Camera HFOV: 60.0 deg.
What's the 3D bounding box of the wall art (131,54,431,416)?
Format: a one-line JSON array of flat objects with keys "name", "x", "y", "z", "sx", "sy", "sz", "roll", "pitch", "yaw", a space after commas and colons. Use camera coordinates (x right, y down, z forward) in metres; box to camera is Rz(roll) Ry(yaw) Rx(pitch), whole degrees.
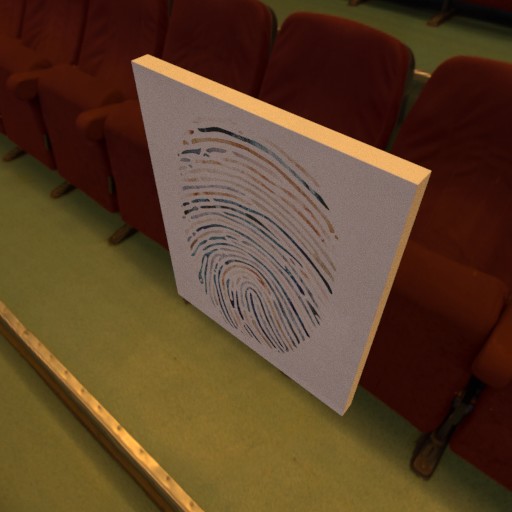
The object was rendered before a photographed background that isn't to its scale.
[{"name": "wall art", "x": 0.000, "y": 0.000, "z": 0.839, "sx": 0.508, "sy": 0.606, "sz": 0.037, "roll": 32, "pitch": 54, "yaw": 27}]
